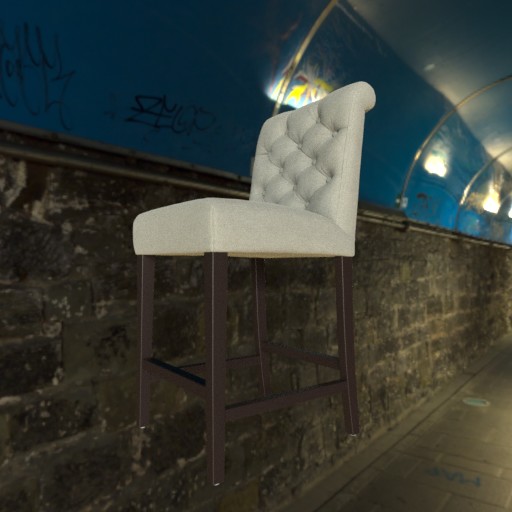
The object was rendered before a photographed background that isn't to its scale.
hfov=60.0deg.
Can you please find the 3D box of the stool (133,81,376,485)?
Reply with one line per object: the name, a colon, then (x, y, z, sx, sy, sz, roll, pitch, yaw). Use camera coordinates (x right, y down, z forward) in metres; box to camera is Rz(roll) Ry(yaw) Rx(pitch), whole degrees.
stool: (0.000, 0.000, 1.345, 0.601, 1.040, 0.493, 1, -1, -36)
